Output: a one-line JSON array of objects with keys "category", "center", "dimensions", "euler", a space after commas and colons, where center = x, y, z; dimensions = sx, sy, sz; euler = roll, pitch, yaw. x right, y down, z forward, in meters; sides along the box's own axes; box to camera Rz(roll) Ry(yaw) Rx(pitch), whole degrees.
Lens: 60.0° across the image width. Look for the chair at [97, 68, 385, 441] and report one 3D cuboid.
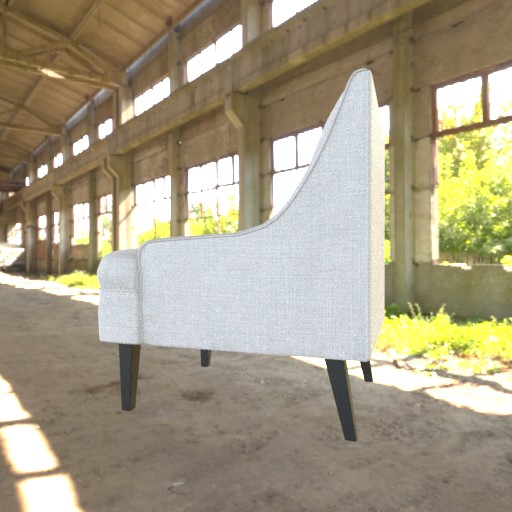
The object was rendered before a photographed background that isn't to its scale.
[{"category": "chair", "center": [0.000, 0.000, 1.436], "dimensions": [0.772, 0.891, 0.658], "euler": [0, 0, 19]}]
